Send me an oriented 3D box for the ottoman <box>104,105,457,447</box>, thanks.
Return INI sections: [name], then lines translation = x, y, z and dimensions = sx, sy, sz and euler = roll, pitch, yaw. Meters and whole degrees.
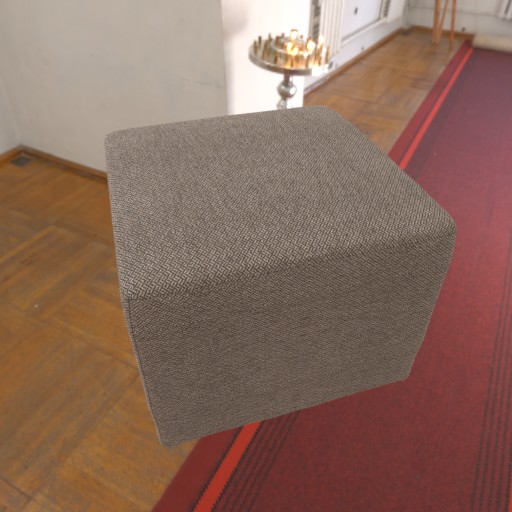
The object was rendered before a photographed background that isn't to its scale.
[ottoman]
translation = 0.000, 0.000, 0.915
dimensions = 0.519, 0.453, 0.512
euler = -11, 42, -13
